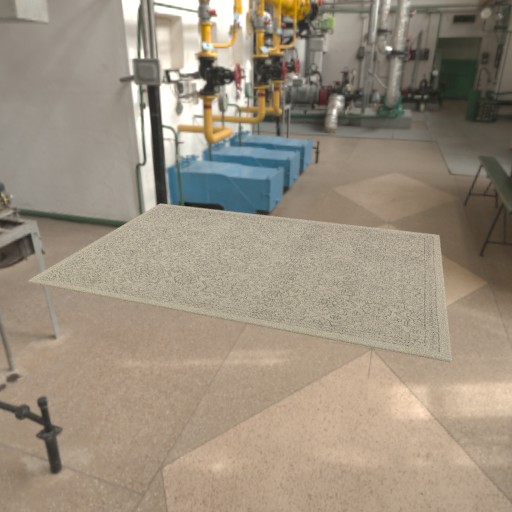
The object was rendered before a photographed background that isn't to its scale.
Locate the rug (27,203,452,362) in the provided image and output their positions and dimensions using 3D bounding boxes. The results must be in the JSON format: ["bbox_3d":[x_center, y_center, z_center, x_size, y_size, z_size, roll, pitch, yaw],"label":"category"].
[{"bbox_3d":[0.000,0.000,2.308,1.829,0.010,1.219,8,26,17],"label":"rug"}]
